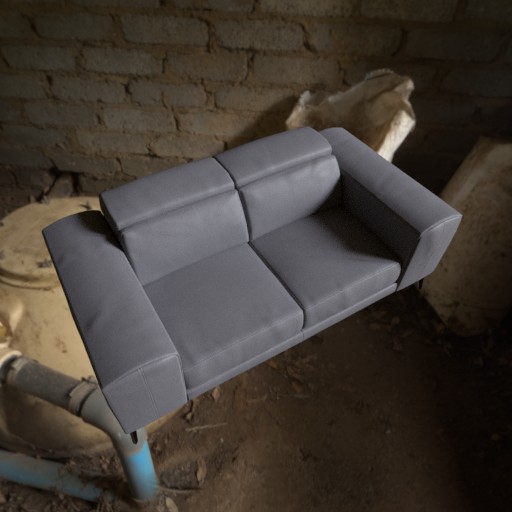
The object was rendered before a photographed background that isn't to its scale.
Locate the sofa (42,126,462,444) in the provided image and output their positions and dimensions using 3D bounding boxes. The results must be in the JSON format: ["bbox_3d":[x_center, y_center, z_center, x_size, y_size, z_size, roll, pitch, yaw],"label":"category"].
[{"bbox_3d":[0.000,0.000,2.371,1.895,0.779,1.003,-23,51,-21],"label":"sofa"}]
